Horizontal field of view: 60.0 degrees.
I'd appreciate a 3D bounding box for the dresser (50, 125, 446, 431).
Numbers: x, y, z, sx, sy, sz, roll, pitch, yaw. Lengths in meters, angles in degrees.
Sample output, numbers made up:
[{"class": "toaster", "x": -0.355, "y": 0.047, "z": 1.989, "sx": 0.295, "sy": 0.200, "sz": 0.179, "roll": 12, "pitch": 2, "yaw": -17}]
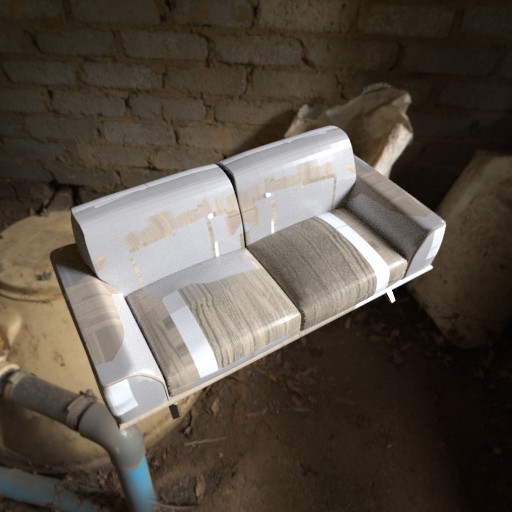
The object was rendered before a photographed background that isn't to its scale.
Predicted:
[{"class": "dresser", "x": 0.000, "y": 0.000, "z": 5.819, "sx": 4.679, "sy": 1.863, "sz": 2.251, "roll": -23, "pitch": 49, "yaw": -21}]
